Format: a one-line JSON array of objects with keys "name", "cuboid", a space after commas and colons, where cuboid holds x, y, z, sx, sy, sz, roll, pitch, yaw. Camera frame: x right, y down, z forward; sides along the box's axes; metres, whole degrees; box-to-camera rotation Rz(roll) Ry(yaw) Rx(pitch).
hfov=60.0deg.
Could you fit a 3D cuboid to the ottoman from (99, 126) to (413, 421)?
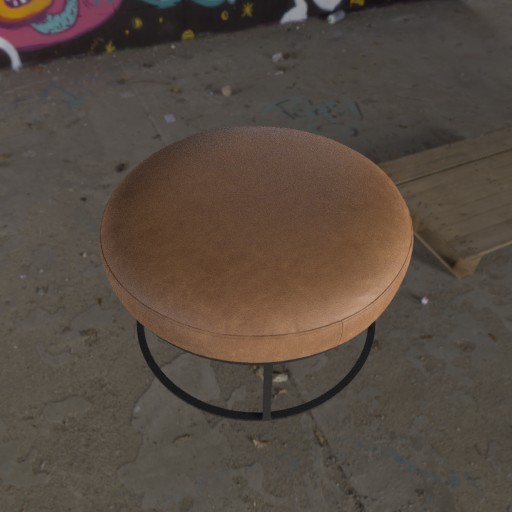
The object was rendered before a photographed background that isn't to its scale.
[{"name": "ottoman", "cuboid": [0.000, 0.000, 1.227, 0.771, 0.460, 0.771, 0, 46, 0]}]
